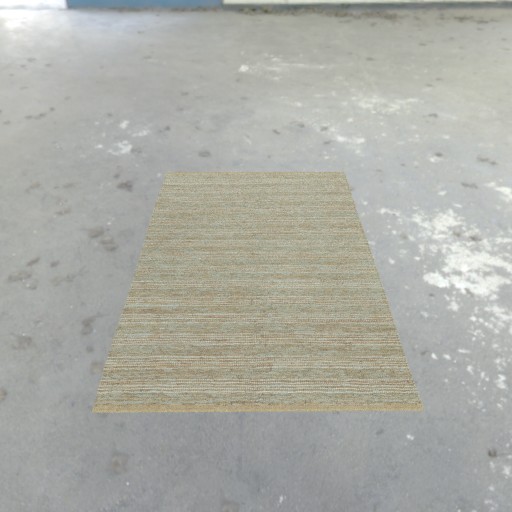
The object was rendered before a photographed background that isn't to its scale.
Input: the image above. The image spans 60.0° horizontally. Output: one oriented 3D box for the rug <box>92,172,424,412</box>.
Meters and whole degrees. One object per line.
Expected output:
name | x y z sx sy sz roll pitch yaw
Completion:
rug | 0.000 0.000 2.350 1.240 0.010 1.824 0 39 0
